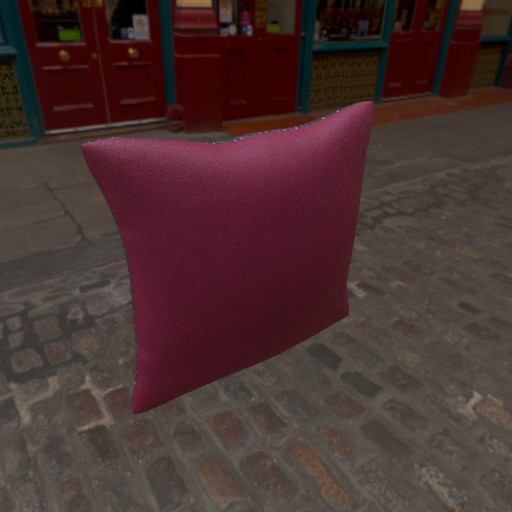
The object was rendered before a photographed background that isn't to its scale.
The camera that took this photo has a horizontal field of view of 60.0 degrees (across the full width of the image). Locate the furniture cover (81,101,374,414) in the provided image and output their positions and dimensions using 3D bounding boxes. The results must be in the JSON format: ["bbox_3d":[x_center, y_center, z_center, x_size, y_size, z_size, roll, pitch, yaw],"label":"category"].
[{"bbox_3d":[0.000,0.000,0.835,0.552,0.509,0.193,-18,34,-29],"label":"furniture cover"}]
